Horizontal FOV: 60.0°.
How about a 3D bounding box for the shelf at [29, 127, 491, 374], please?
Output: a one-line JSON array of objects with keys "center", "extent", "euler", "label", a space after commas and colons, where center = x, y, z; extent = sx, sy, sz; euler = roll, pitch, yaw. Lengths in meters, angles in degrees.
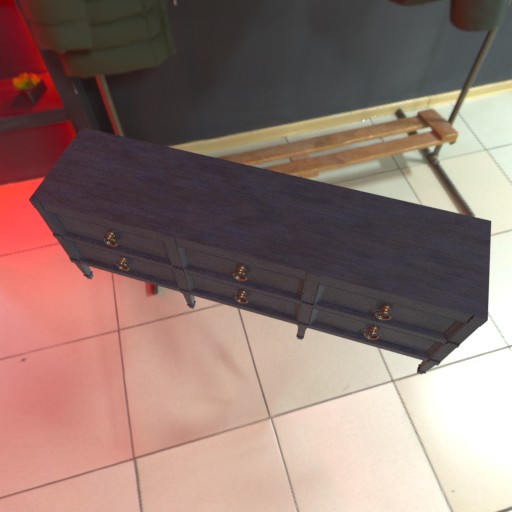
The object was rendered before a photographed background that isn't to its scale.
[{"center": [0.000, 0.000, 2.152], "extent": [1.878, 0.715, 0.471], "euler": [15, 59, 9], "label": "shelf"}]
